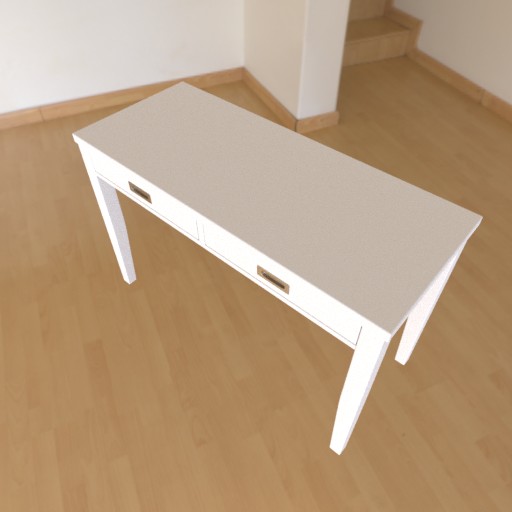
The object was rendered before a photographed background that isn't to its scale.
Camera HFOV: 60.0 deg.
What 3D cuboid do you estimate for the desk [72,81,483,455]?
[{"bbox_3d":[0.000,0.000,1.646,1.220,0.775,0.508,33,55,27],"label":"desk"}]
